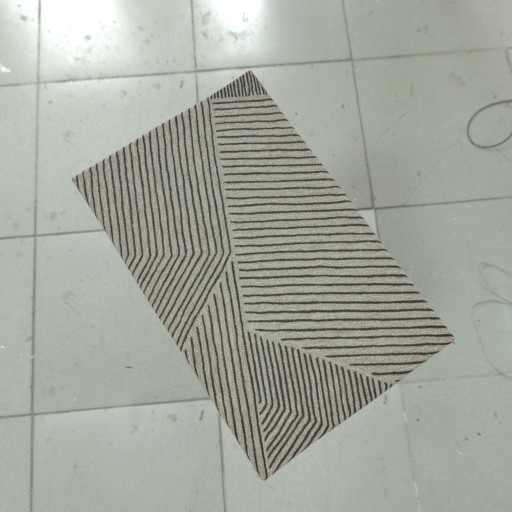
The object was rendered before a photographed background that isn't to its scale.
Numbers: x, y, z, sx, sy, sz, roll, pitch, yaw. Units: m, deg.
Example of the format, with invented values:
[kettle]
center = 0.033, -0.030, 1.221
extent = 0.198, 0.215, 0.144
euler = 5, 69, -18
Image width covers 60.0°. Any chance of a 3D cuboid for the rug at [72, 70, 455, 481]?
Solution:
[rug]
center = 0.000, 0.000, 3.027
extent = 1.539, 0.023, 2.406
euler = -34, 80, -7
